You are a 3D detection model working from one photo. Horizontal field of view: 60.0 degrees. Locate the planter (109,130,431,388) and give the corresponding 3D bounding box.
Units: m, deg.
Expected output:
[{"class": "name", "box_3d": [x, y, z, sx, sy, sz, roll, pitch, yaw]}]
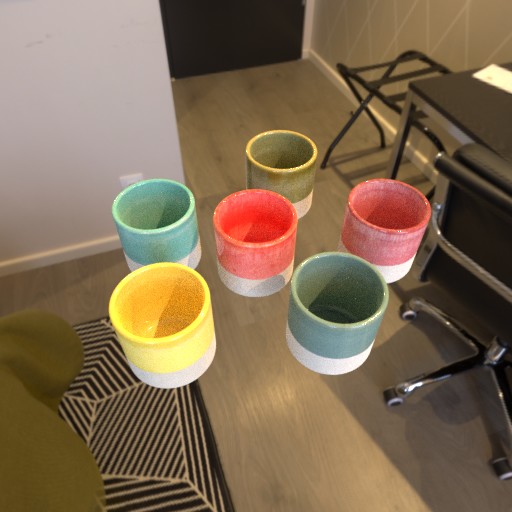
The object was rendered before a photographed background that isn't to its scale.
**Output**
[{"class": "planter", "box_3d": [0.000, 0.000, 0.410, 0.257, 0.075, 0.286, 32, 55, 26]}]
